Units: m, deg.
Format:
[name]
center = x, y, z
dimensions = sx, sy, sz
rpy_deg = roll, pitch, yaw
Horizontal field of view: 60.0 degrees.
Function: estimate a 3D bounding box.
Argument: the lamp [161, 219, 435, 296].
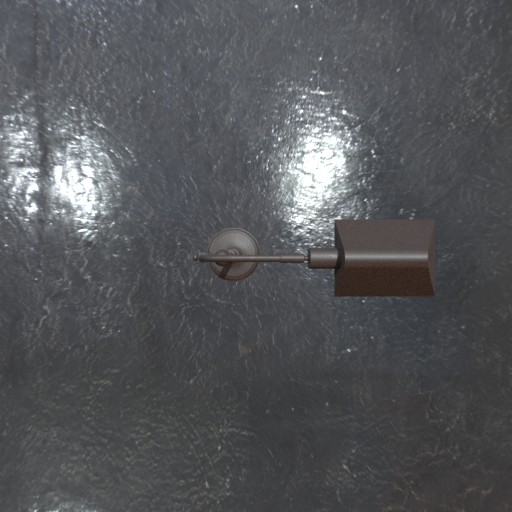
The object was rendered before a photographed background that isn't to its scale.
[lamp]
center = 0.000, 0.000, 0.963
dimensions = 0.545, 0.708, 0.159
rpy_deg = 0, 91, -1
